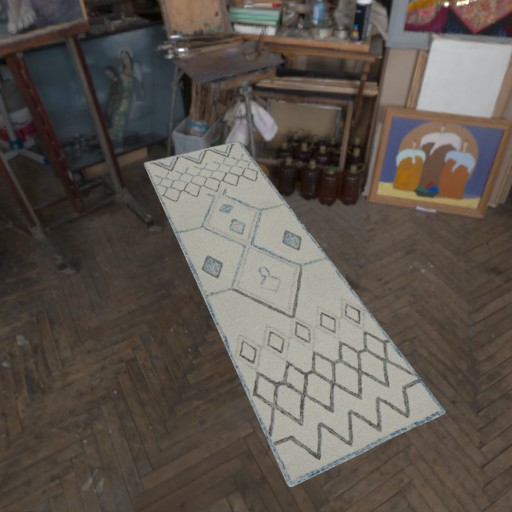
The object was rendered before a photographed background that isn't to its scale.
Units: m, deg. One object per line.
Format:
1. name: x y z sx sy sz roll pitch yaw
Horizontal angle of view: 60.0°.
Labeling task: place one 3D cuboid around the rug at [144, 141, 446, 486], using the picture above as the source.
1. rug: 0.000 0.000 2.623 0.770 0.013 2.434 -17 48 -16
